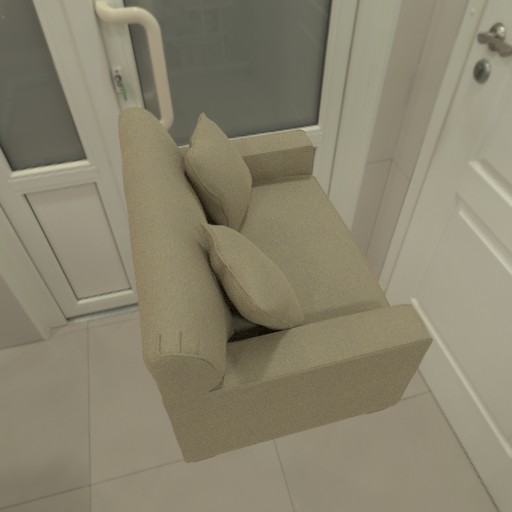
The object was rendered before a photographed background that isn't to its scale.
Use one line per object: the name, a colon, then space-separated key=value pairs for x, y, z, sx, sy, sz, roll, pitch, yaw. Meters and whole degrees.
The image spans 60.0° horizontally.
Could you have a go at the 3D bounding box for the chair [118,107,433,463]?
chair: x=0.000 y=0.000 z=2.028 sx=1.000 sy=0.948 sz=1.383 roll=-11 pitch=49 yaw=-10
